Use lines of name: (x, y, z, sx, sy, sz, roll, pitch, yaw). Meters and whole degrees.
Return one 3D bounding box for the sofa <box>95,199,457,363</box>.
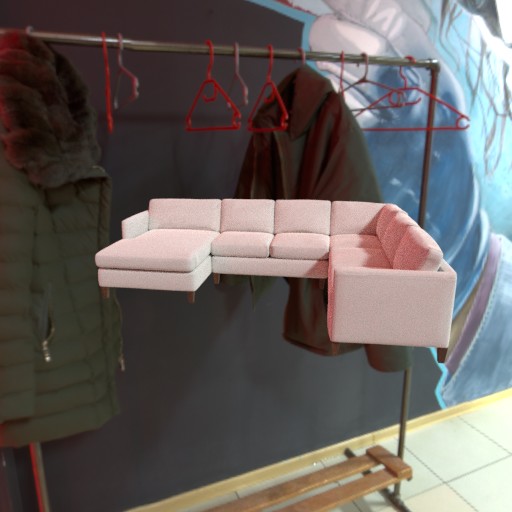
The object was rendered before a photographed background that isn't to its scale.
sofa: (0.000, 0.000, 4.799, 3.459, 0.956, 2.593, 2, 15, 9)
